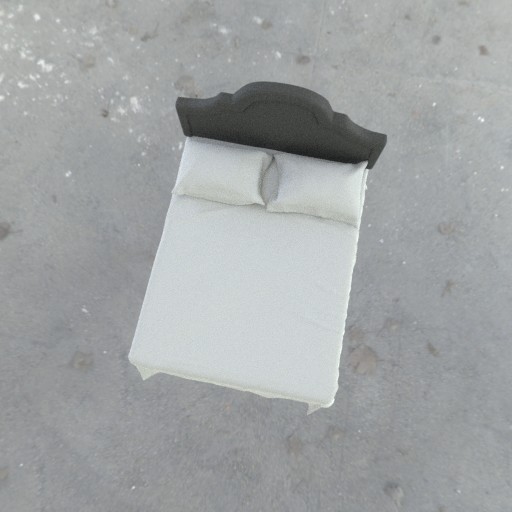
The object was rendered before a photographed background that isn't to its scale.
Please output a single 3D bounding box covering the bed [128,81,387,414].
[{"bbox_3d":[0.000,0.000,3.439,1.780,1.634,2.222,11,76,3],"label":"bed"}]
